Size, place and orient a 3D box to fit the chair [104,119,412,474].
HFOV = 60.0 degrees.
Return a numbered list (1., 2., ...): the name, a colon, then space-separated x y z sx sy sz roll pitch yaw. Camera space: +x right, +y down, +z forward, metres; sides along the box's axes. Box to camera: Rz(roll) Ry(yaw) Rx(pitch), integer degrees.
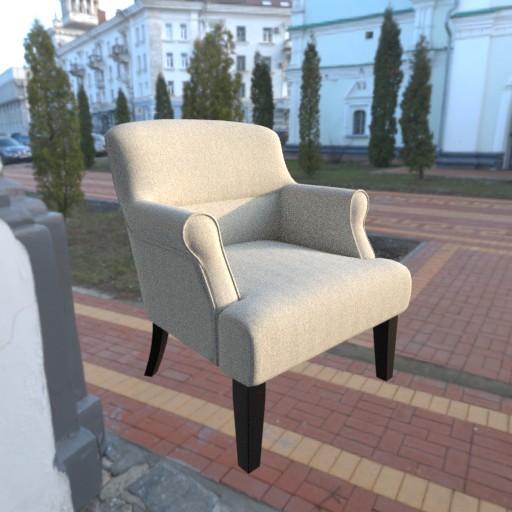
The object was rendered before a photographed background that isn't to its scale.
1. chair: 0.000 0.000 1.462 0.781 0.875 0.750 -14 20 -41
